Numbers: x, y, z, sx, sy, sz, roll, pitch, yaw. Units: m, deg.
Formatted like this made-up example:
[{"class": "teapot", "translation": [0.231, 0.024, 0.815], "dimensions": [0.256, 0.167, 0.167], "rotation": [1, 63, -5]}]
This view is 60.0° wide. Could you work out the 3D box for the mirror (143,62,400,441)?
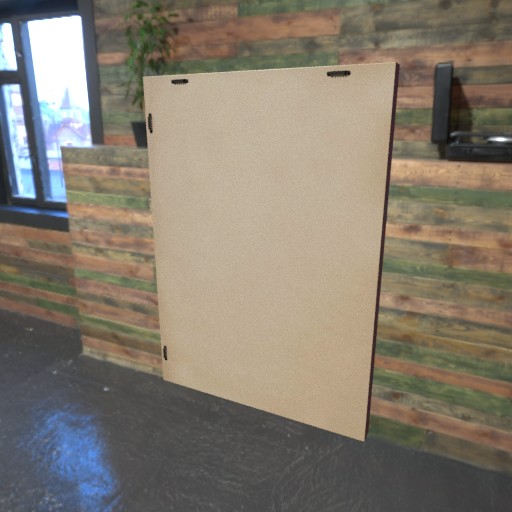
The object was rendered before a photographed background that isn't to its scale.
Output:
[{"class": "mirror", "translation": [0.000, 0.000, 0.918], "dimensions": [0.508, 0.711, 0.039], "rotation": [8, 18, 25]}]
